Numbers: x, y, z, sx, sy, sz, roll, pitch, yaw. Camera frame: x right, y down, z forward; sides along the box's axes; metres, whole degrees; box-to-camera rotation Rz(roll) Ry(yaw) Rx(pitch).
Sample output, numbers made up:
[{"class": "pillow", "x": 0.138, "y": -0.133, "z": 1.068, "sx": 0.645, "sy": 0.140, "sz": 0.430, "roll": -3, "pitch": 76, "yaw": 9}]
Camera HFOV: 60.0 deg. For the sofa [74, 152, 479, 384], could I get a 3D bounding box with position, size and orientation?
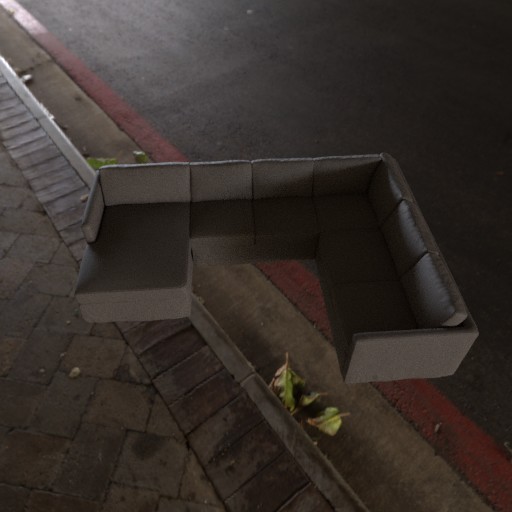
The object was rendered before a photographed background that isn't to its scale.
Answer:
[{"class": "sofa", "x": 0.000, "y": 0.000, "z": 4.494, "sx": 3.528, "sy": 0.878, "sz": 2.476, "roll": -3, "pitch": 48, "yaw": -3}]
